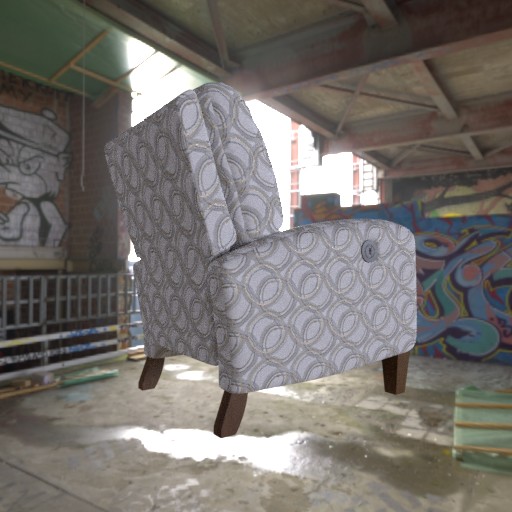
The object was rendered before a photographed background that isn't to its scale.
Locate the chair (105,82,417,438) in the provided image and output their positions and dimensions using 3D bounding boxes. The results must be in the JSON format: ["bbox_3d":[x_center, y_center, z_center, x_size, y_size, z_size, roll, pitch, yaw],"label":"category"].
[{"bbox_3d":[0.000,0.000,1.748,0.995,1.065,0.796,1,-1,-36],"label":"chair"}]
